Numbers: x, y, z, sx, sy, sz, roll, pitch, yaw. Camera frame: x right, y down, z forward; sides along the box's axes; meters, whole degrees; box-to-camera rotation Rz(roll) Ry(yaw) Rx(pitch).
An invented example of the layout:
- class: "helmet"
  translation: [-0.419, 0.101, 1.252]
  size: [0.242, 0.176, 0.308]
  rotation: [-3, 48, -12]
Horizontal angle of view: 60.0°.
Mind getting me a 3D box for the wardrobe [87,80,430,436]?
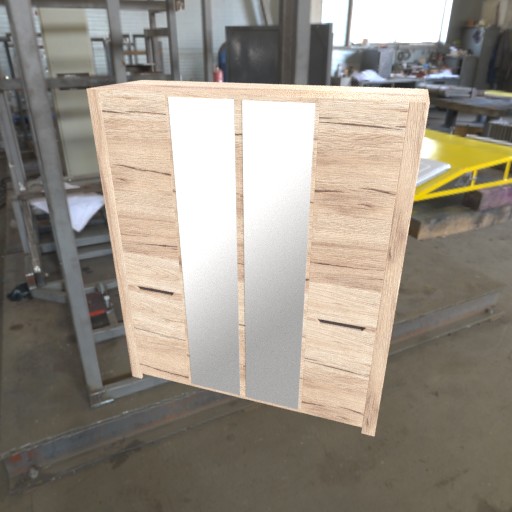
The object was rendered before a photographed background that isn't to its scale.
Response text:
- class: "wardrobe"
  translation: [0.000, 0.000, 2.918]
  size: [1.810, 2.070, 0.580]
  rotation: [8, 28, 16]
